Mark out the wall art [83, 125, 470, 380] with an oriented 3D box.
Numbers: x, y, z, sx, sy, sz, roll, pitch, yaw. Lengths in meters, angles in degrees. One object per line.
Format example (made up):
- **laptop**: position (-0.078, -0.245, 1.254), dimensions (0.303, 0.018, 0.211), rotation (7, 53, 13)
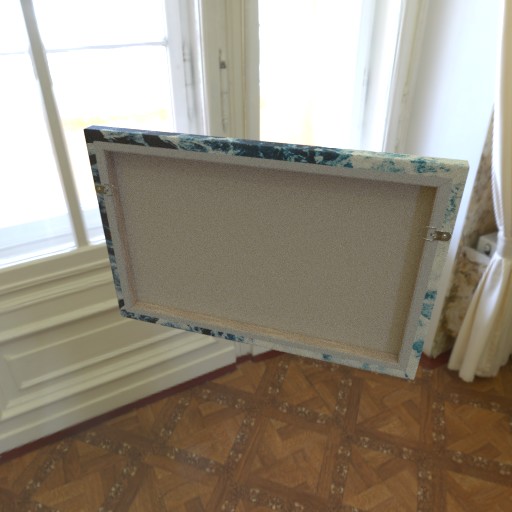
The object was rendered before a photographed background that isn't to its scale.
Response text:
- **wall art**: position (0.000, 0.000, 1.181), dimensions (0.915, 0.610, 0.042), rotation (9, 33, 15)
